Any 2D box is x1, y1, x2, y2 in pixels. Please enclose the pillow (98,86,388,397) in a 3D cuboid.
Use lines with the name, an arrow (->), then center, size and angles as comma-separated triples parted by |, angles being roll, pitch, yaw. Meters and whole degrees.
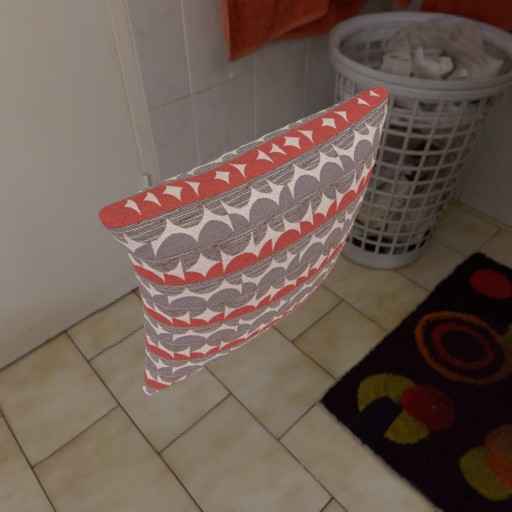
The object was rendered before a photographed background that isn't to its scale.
pillow -> 0.000, 0.000, 0.647 | 0.420, 0.410, 0.180 | -31, 53, -28
